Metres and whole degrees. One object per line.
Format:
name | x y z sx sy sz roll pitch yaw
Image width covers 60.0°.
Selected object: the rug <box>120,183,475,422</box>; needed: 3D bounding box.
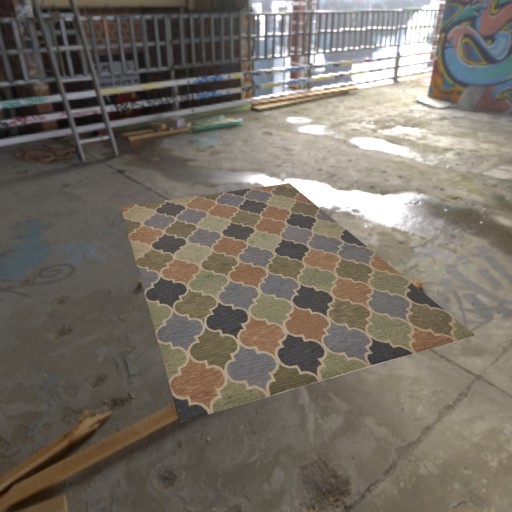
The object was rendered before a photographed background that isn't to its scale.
rug | 0.000 0.000 2.360 1.216 0.006 1.828 -11 32 -18
